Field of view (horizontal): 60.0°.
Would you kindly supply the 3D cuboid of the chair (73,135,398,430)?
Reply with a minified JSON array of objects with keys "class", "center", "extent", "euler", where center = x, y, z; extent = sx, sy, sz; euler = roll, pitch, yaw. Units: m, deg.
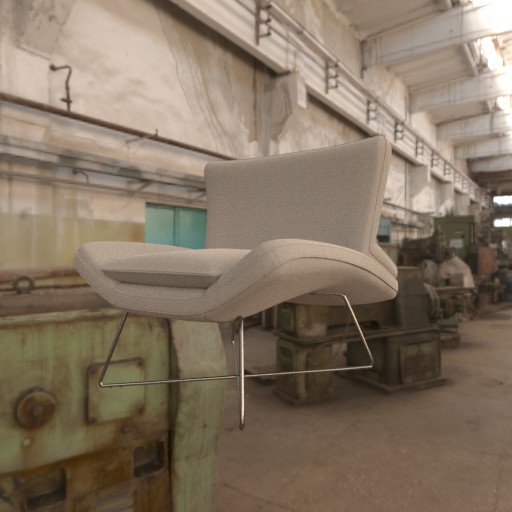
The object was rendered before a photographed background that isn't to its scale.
[{"class":"chair","center":[0.000,0.000,1.641],"extent":[0.859,0.855,1.008],"euler":[1,1,36]}]
